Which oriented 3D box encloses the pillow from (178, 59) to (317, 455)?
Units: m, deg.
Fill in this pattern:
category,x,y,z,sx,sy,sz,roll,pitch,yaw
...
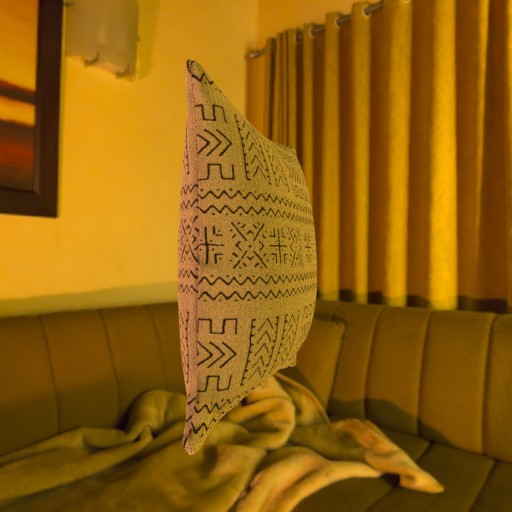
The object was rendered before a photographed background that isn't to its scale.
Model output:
category,x,y,z,sx,sy,sz,roll,pitch,yaw
pillow,0.000,0.000,0.669,0.164,0.430,0.438,0,0,19
